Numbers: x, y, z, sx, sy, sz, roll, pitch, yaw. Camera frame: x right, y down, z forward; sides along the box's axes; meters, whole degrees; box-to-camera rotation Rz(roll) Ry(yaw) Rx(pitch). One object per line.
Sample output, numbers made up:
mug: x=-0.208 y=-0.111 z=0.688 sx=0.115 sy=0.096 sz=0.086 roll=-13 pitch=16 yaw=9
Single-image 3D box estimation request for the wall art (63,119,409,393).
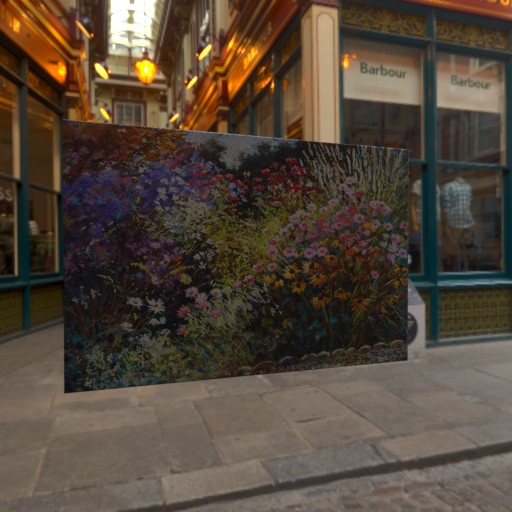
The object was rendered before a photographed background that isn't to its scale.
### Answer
wall art: x=0.000 y=0.000 z=1.140 sx=0.908 sy=0.604 sz=0.037 roll=0 pitch=1 yaw=-19
